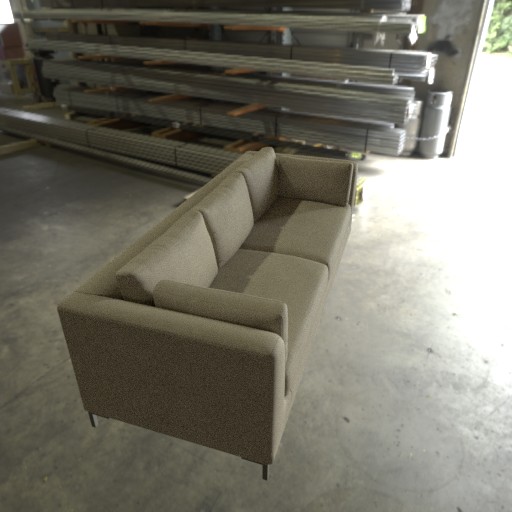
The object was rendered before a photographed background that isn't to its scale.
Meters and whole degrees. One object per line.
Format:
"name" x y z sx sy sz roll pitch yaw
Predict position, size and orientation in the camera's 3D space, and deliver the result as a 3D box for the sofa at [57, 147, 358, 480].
"sofa" 0.000 0.000 2.872 0.969 0.867 2.415 9 31 16
